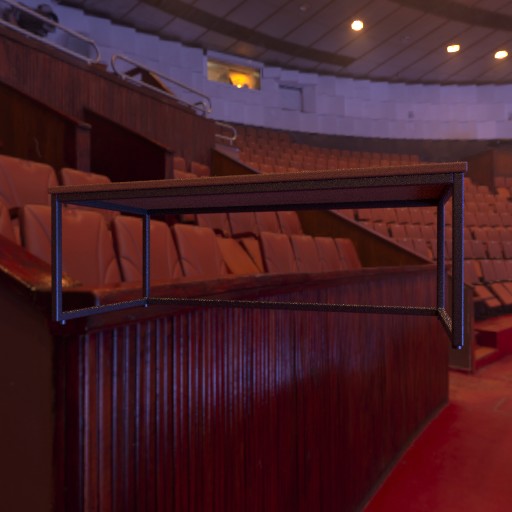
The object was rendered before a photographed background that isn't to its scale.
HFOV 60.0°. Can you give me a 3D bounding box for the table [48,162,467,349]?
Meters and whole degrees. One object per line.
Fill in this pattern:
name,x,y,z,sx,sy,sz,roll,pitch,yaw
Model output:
table,0.000,0.000,1.340,1.100,0.400,0.500,0,0,19
